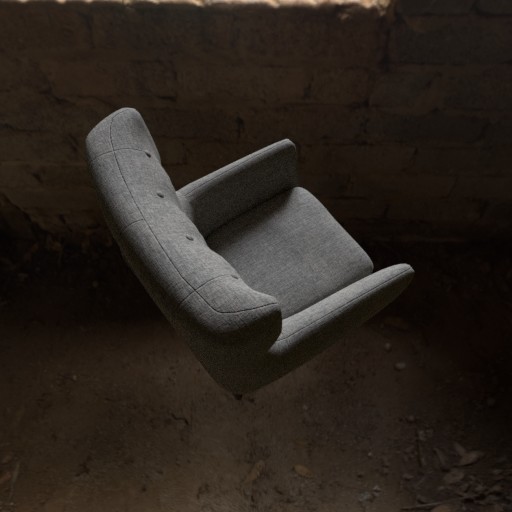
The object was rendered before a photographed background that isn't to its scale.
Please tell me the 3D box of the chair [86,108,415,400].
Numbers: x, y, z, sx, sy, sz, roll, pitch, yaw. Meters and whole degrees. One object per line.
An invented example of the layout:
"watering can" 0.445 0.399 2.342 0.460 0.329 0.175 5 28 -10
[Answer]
"chair" 0.000 0.000 1.728 0.904 1.063 0.878 -29 63 -16
